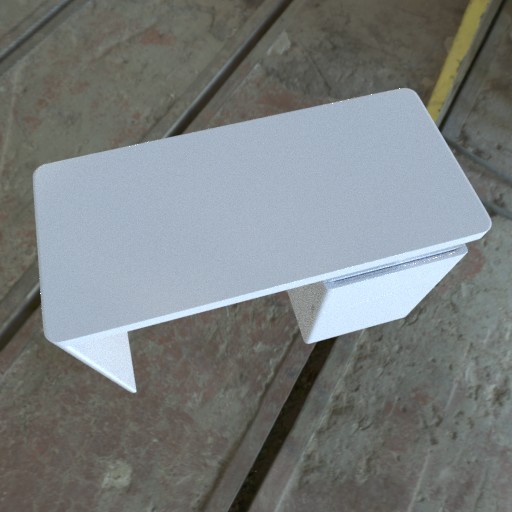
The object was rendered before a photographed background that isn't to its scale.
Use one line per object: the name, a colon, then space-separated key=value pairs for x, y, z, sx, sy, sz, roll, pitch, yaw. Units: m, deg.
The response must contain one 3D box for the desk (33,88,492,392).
desk: x=0.000 y=0.000 z=1.584 sx=1.200 sy=0.760 sz=0.550 roll=-14 pitch=65 yaw=-7
